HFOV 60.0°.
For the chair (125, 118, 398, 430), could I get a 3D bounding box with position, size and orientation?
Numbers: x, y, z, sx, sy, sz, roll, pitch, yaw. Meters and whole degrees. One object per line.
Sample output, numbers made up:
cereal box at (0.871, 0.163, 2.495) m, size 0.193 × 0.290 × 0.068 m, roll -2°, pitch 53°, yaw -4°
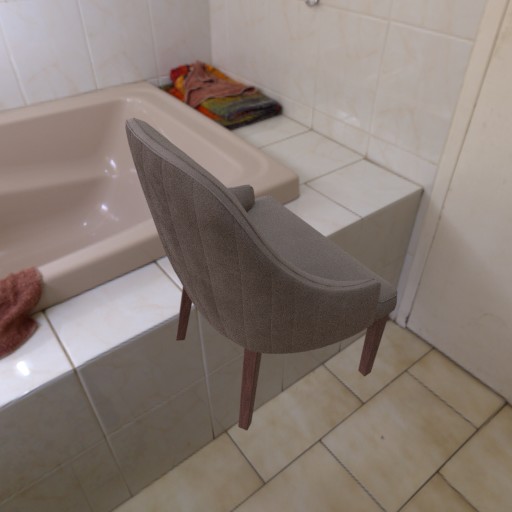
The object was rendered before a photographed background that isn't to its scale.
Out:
chair at (0.000, 0.000, 1.303) m, size 0.575 × 0.889 × 0.643 m, roll -24°, pitch 46°, yaw -26°
